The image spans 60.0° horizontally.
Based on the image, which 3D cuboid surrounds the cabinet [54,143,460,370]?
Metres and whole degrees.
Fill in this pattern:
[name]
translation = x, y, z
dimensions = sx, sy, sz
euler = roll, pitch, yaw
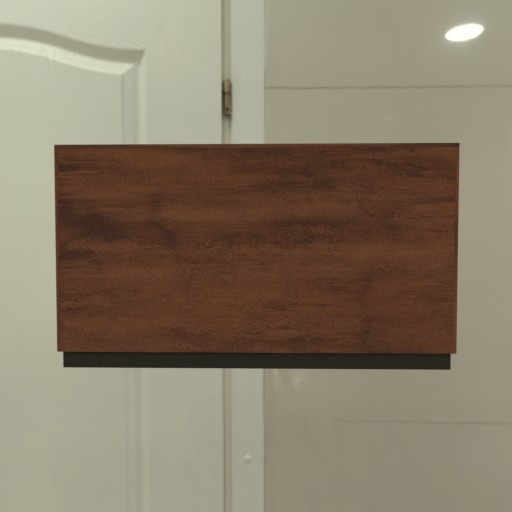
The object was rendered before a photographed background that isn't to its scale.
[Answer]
[cabinet]
translation = 0.000, 0.000, 1.973
dimensions = 1.600, 0.900, 0.420
euler = 0, 2, 1
